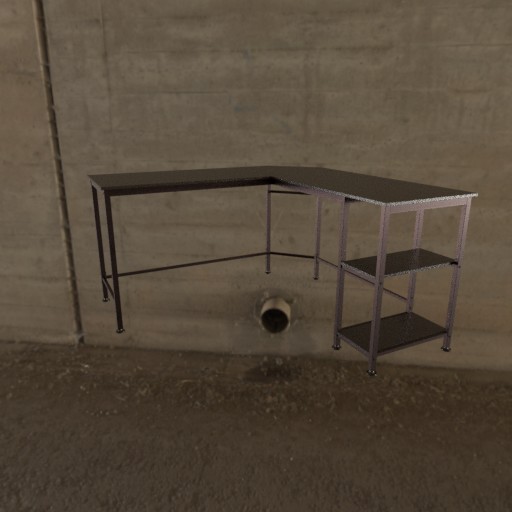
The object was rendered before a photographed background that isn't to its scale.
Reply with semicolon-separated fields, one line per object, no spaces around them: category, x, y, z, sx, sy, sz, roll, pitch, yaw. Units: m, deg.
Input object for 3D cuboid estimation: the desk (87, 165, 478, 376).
desk;0.000;0.000;2.249;1.379;0.739;1.379;-9;19;-26
